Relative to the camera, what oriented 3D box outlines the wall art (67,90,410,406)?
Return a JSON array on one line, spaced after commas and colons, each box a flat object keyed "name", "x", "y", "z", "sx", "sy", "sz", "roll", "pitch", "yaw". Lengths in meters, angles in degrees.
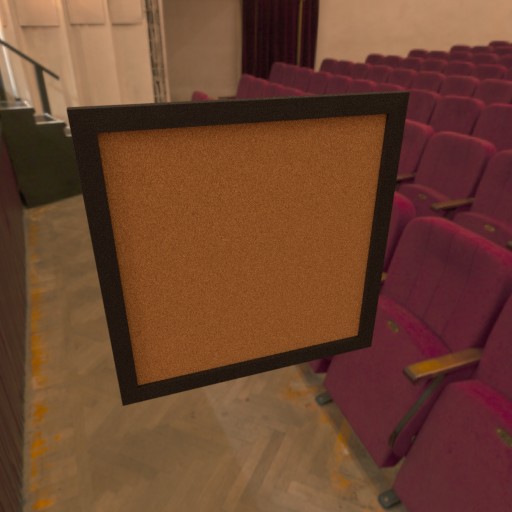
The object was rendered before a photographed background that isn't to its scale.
[{"name": "wall art", "x": 0.000, "y": 0.000, "z": 1.506, "sx": 1.016, "sy": 1.016, "sz": 0.038, "roll": -9, "pitch": 29, "yaw": -17}]
